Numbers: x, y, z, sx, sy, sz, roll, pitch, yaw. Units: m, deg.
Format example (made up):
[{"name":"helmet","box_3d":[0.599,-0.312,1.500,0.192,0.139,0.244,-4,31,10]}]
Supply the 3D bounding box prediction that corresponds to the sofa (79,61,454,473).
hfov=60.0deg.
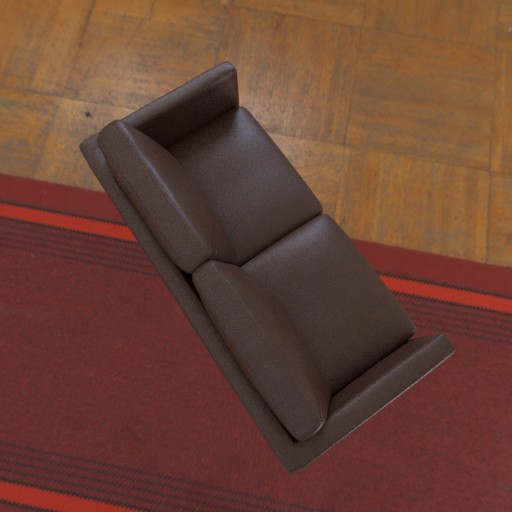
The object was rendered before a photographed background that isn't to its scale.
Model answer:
[{"name":"sofa","box_3d":[0.000,0.000,2.387,0.951,0.933,1.883,-33,77,-9]}]
